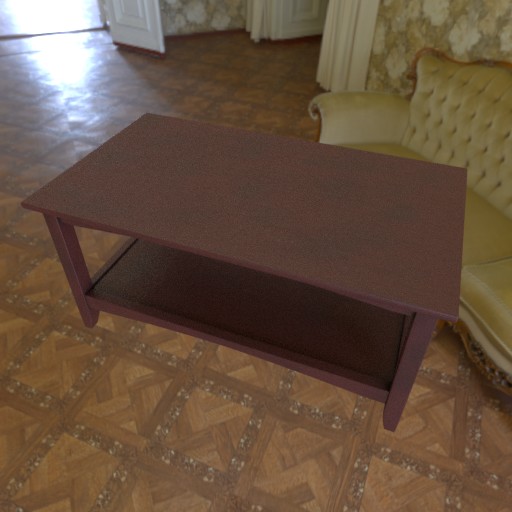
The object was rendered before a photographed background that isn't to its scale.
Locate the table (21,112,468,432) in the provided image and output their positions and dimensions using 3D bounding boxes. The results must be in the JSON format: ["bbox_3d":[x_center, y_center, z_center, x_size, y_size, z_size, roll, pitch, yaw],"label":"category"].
[{"bbox_3d":[0.000,0.000,1.212,0.943,0.456,0.533,14,43,16],"label":"table"}]
